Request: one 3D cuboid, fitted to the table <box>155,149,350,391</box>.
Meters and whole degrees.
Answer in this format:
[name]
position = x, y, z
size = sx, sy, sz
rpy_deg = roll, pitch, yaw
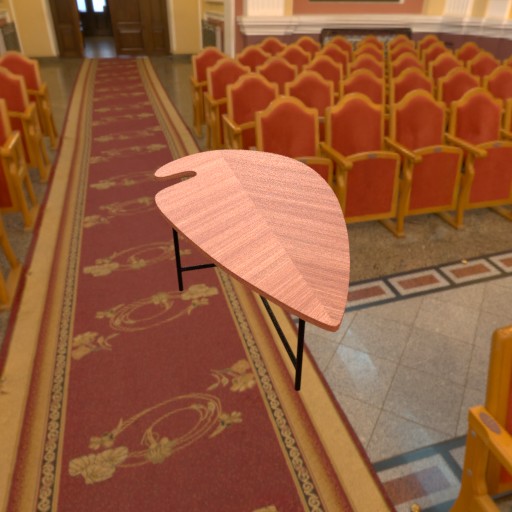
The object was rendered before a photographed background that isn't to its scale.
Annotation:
[table]
position = 0.000, 0.000, 1.477
size = 0.598, 0.360, 1.199
rpy_deg = -8, 32, -13
